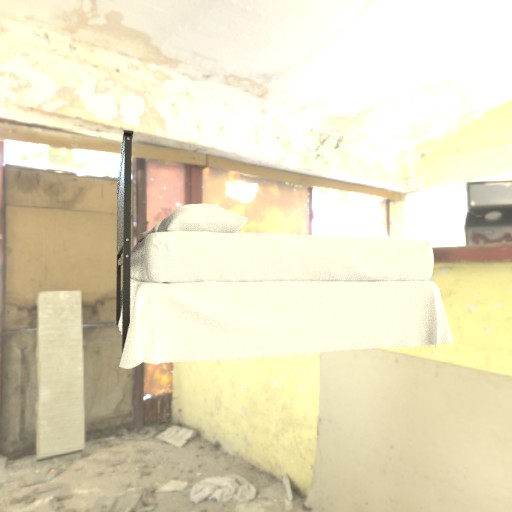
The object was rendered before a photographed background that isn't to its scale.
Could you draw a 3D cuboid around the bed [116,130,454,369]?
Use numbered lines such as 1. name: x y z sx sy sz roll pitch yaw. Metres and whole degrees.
1. bed: 0.000 0.000 3.696 2.219 1.271 2.315 1 -2 -18
